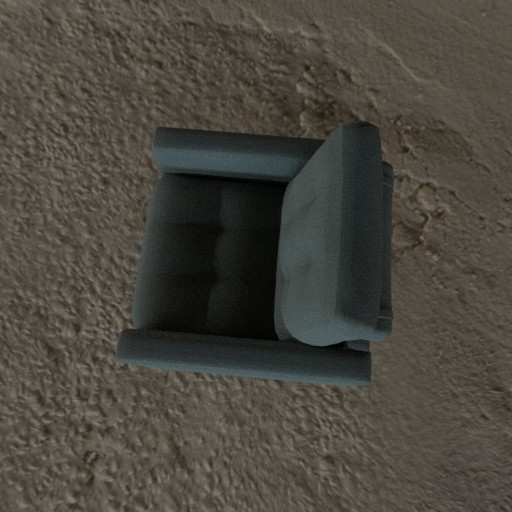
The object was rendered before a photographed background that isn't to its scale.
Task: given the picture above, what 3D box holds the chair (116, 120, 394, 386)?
[{"bbox_3d":[0.000,0.000,1.565,0.843,0.880,0.821,5,74,1],"label":"chair"}]
